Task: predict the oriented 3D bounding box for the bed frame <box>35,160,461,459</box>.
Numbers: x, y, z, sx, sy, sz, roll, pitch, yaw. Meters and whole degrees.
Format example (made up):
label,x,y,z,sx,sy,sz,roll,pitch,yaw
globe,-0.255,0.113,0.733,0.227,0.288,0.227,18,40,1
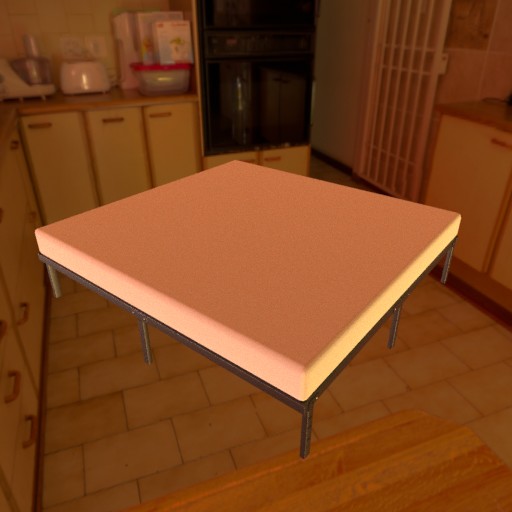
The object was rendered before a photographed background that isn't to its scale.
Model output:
label,x,y,z,sx,sy,sz,roll,pitch,yaw
bed frame,0.000,0.000,3.872,2.635,0.680,2.526,21,35,33
